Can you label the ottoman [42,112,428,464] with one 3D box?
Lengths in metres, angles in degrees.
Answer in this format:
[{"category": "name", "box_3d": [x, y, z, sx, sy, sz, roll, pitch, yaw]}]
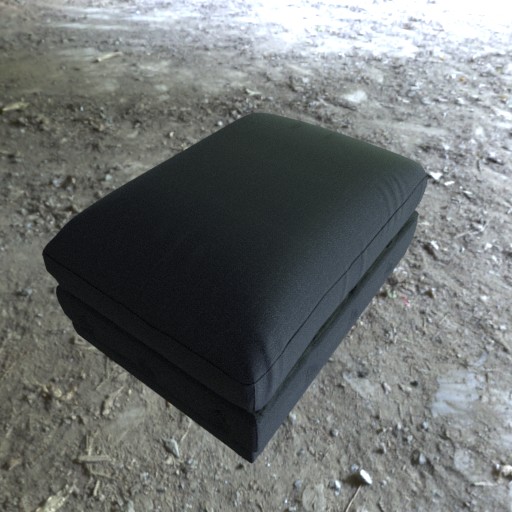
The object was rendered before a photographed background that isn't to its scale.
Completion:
[{"category": "ottoman", "box_3d": [0.000, 0.000, 1.097, 0.558, 0.486, 0.767, 26, 48, 26]}]
